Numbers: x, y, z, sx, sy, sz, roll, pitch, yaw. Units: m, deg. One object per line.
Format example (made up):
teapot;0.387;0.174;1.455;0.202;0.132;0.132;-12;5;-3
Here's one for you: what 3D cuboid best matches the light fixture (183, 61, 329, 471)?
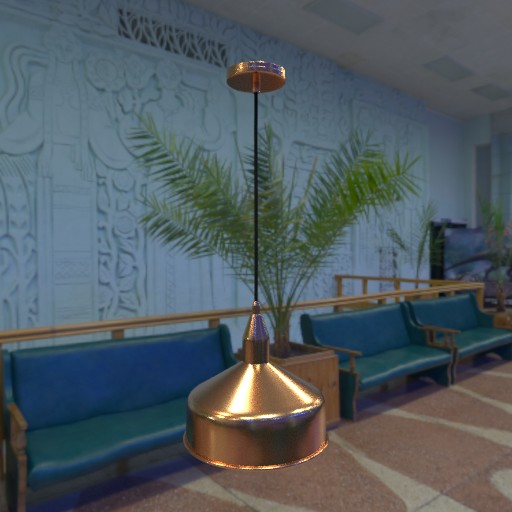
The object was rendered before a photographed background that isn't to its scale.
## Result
light fixture;0.000;0.000;0.922;0.301;0.754;0.301;-1;1;-36
